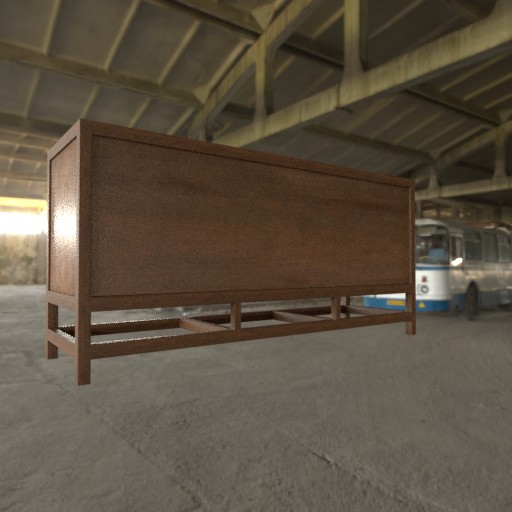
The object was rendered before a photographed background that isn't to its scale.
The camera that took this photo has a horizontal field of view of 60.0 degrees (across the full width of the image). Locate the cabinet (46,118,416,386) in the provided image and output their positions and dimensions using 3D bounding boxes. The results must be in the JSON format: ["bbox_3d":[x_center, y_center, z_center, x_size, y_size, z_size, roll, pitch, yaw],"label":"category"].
[{"bbox_3d":[0.000,0.000,2.065,1.708,0.820,0.522,1,-1,-36],"label":"cabinet"}]
